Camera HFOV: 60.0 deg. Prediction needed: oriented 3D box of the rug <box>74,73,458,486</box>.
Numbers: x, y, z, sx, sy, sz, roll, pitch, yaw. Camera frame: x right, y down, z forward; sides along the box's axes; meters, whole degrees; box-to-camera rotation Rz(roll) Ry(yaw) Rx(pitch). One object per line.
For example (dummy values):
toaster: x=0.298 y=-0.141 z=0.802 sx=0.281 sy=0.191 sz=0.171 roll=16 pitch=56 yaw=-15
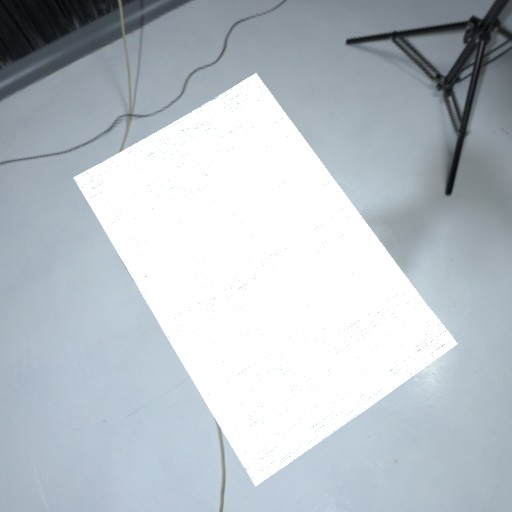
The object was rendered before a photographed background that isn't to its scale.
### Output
rug: x=0.000 y=0.000 z=2.216 sx=1.149 sy=0.021 sz=1.773 roll=-32 pitch=78 yaw=-8
